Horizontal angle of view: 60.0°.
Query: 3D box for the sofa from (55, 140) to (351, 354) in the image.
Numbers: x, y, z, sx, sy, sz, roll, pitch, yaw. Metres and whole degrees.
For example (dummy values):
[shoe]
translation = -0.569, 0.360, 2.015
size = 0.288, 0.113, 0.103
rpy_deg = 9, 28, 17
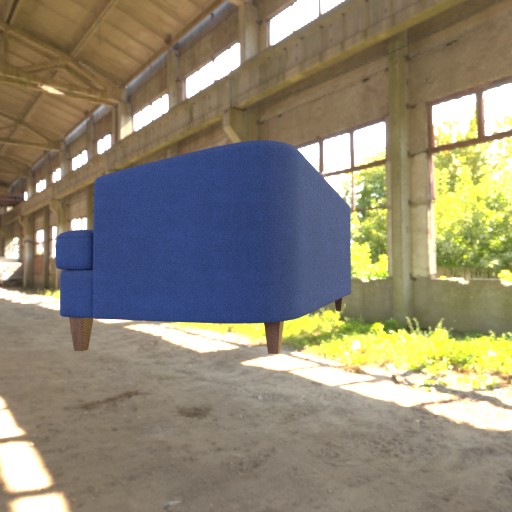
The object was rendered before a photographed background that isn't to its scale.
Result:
[sofa]
translation = 0.000, 0.000, 2.621
size = 0.914, 0.787, 2.235
rpy_deg = -1, -2, 19
